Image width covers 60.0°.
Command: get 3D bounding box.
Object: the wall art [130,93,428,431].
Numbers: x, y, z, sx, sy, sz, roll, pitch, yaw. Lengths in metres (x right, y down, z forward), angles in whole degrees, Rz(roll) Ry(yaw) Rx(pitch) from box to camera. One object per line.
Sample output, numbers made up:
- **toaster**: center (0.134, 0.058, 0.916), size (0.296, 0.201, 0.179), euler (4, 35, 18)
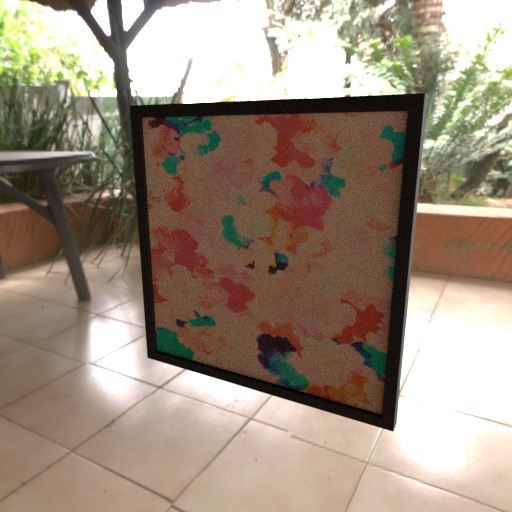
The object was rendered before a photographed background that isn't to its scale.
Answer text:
- **wall art**: center (0.000, 0.000, 0.460), size (0.306, 0.304, 0.015), euler (8, 17, 27)
